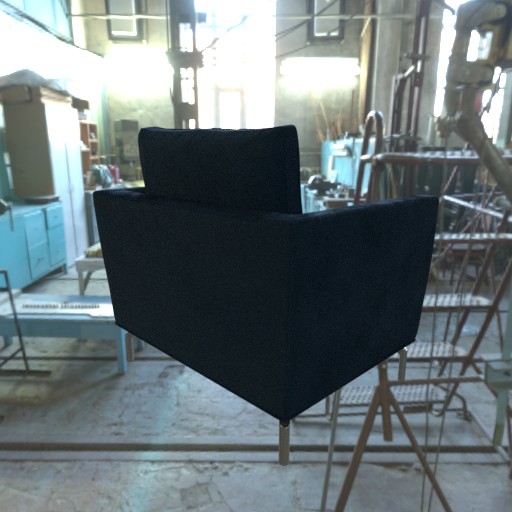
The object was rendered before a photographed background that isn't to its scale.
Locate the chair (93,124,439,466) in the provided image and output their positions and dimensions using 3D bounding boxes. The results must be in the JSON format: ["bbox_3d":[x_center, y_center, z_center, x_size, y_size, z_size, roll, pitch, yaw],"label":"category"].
[{"bbox_3d":[0.000,0.000,1.580,0.746,0.893,0.977,-14,20,-43],"label":"chair"}]
